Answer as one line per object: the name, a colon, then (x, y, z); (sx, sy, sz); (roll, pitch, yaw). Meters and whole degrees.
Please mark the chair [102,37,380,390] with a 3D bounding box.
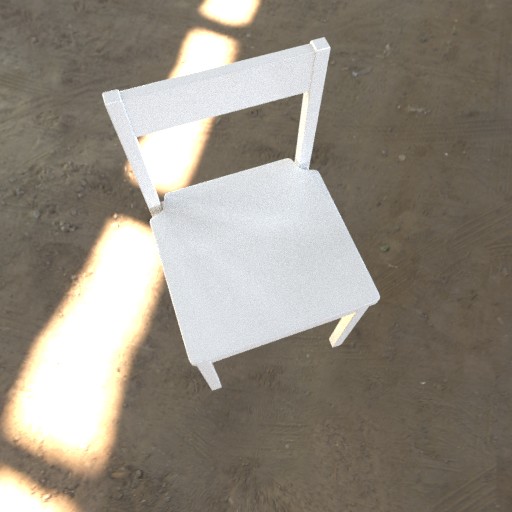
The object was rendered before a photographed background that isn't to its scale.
chair: (0.000, 0.000, 0.906); (0.367, 0.668, 0.361); (-18, 66, -8)
